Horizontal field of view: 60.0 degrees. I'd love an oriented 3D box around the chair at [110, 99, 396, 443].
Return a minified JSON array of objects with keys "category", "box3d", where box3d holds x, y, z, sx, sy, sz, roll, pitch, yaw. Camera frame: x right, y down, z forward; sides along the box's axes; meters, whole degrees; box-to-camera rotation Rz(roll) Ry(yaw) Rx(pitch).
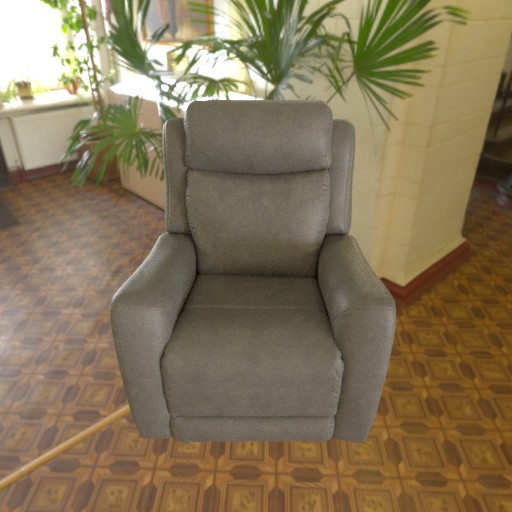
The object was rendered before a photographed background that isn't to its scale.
[{"category":"chair","box3d":[0.000,0.000,1.886,0.965,1.116,1.068,1,30,1]}]
